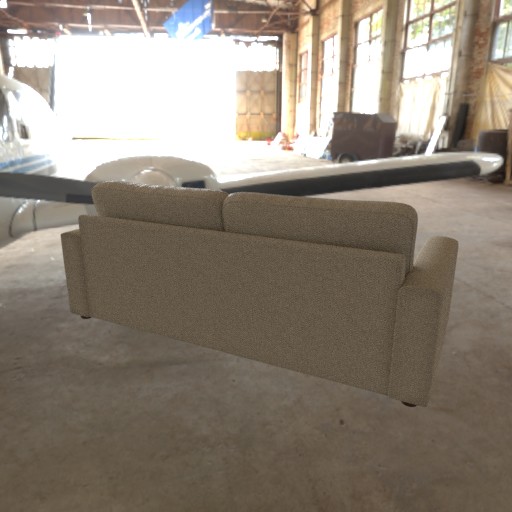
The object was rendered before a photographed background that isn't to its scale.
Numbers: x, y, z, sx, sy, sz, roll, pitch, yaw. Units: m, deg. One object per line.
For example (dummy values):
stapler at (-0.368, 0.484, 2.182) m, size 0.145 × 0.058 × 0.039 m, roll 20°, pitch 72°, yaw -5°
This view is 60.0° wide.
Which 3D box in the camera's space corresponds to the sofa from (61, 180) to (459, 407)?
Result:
sofa at (0.000, 0.000, 2.689) m, size 2.179 × 0.873 × 1.016 m, roll 8°, pitch 19°, yaw 26°
